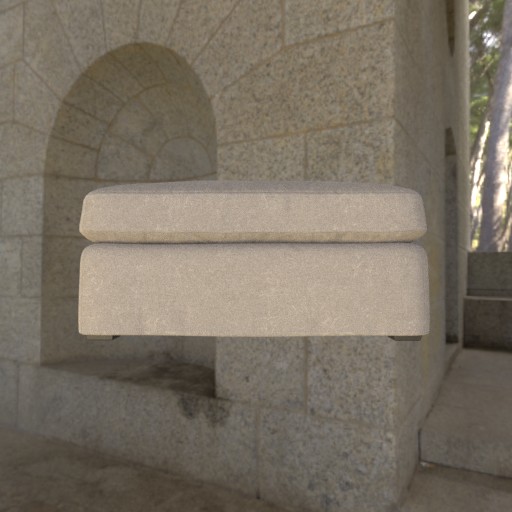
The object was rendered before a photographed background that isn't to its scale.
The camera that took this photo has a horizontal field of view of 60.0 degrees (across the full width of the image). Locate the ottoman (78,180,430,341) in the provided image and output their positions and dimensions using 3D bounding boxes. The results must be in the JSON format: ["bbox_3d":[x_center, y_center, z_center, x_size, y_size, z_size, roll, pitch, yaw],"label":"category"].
[{"bbox_3d":[0.000,0.000,1.603,0.840,0.429,1.199,0,-2,1],"label":"ottoman"}]
